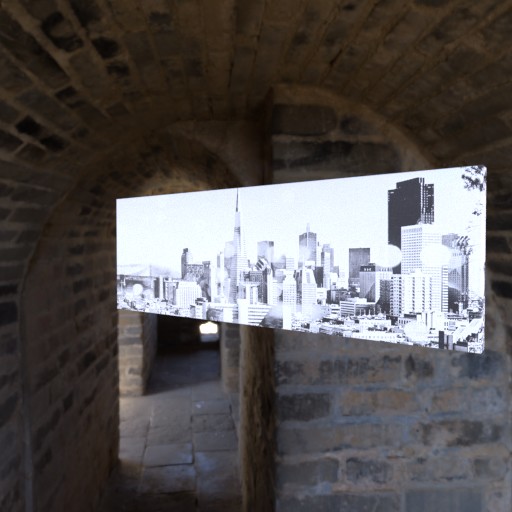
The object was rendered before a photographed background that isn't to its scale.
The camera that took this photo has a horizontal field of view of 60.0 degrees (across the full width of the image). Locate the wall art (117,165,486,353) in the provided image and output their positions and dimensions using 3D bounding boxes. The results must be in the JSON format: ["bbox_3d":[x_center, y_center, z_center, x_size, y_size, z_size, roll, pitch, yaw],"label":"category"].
[{"bbox_3d":[0.000,0.000,0.832,0.766,0.256,0.036,1,2,35],"label":"wall art"}]
